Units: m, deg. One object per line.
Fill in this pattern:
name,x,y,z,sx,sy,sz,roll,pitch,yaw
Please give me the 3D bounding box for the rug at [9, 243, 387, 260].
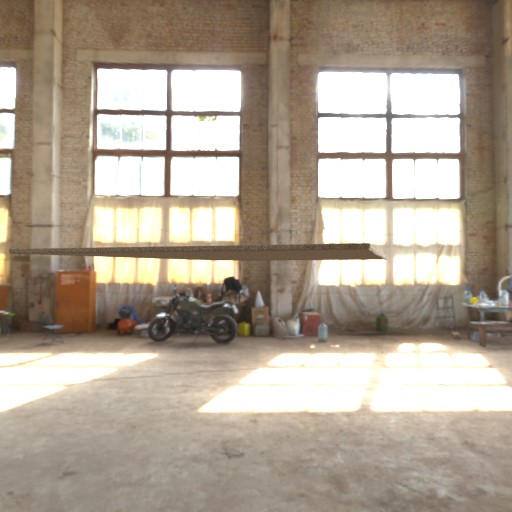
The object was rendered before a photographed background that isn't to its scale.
rug,0.000,0.000,3.284,1.800,0.025,2.699,0,-1,18
